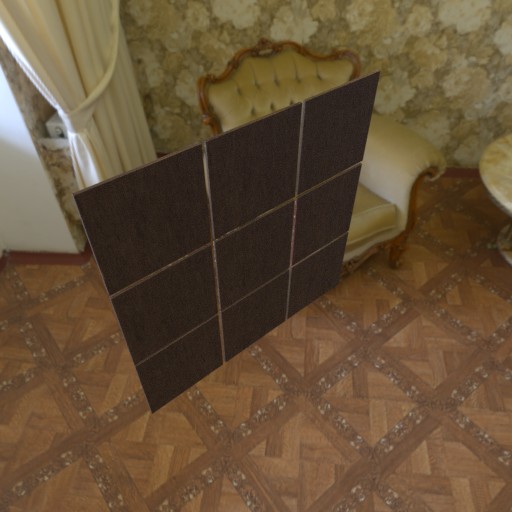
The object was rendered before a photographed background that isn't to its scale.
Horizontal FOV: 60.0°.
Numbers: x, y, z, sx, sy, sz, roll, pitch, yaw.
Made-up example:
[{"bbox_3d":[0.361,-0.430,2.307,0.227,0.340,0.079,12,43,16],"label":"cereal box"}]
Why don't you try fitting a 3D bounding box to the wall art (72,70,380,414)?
[{"bbox_3d":[0.000,0.000,2.303,1.527,1.525,0.014,-30,52,-27],"label":"wall art"}]
